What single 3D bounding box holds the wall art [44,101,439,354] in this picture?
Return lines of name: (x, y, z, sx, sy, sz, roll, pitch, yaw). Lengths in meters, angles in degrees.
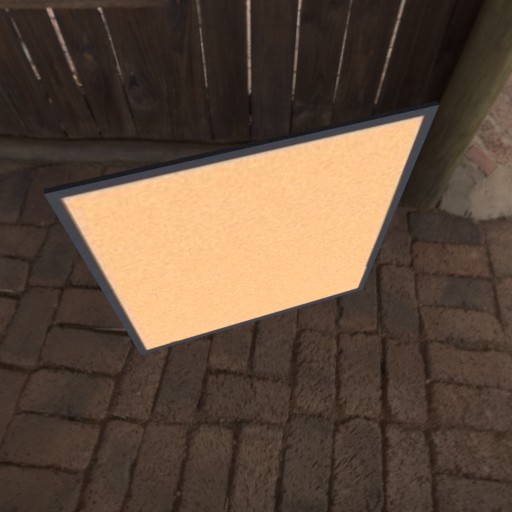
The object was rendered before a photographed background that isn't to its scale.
wall art: (0.000, 0.000, 1.233, 0.823, 0.823, 0.013, -15, 58, -10)
